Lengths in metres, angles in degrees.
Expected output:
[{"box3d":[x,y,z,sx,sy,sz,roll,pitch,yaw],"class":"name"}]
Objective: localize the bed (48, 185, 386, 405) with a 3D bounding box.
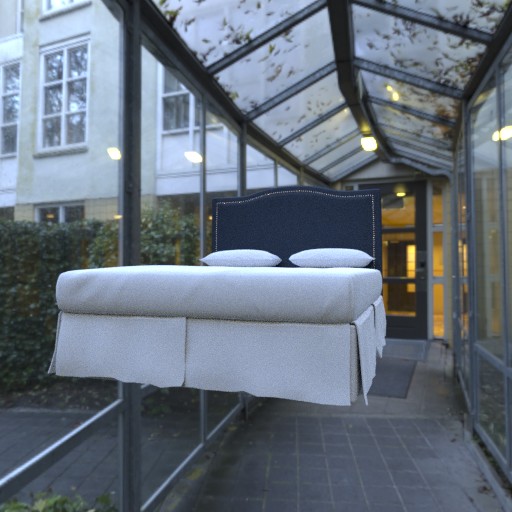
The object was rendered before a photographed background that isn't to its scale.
[{"box3d":[0.000,0.000,3.340,1.821,1.436,2.282,0,-2,19],"class":"bed"}]
